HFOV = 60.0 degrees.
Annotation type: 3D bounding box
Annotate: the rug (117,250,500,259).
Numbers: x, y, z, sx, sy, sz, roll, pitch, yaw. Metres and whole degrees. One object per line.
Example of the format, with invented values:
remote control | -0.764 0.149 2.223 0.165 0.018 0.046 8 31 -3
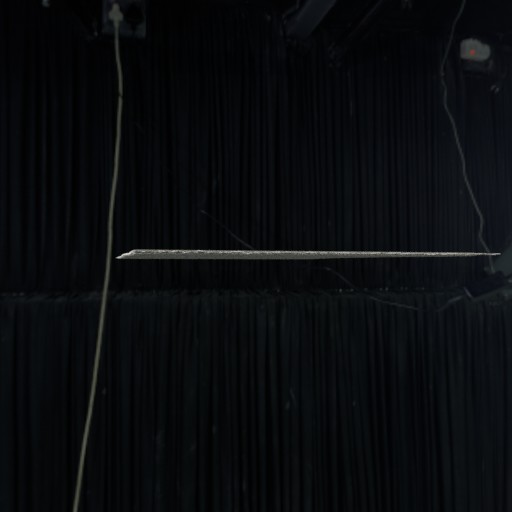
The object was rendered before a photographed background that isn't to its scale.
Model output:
rug | 0.000 0.000 4.093 2.388 0.030 3.213 0 -1 -19
